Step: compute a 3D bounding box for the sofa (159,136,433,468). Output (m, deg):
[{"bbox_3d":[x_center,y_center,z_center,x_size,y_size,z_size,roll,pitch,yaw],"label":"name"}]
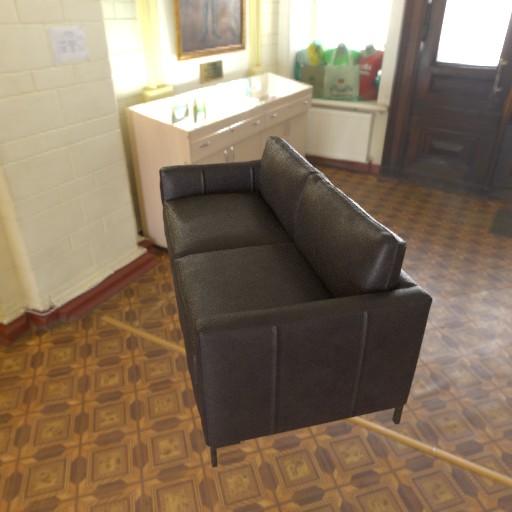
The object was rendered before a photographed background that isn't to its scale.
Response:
[{"bbox_3d":[0.000,0.000,2.348,0.947,0.883,1.805,-8,30,-15],"label":"sofa"}]
